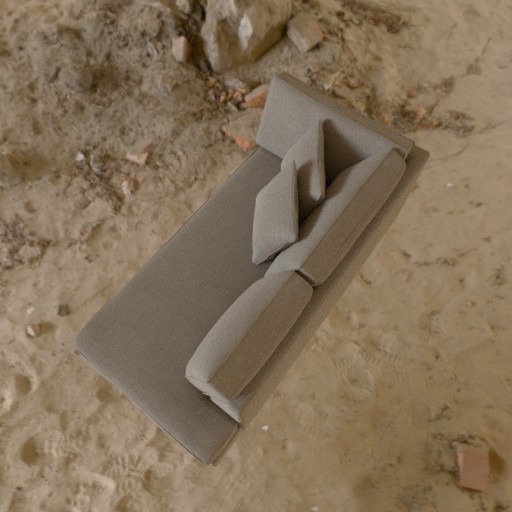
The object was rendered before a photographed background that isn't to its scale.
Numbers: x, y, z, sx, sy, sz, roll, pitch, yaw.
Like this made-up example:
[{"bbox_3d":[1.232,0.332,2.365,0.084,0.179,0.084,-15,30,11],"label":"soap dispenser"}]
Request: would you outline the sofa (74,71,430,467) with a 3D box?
[{"bbox_3d":[0.000,0.000,2.796,1.110,1.019,2.238,34,68,16],"label":"sofa"}]
